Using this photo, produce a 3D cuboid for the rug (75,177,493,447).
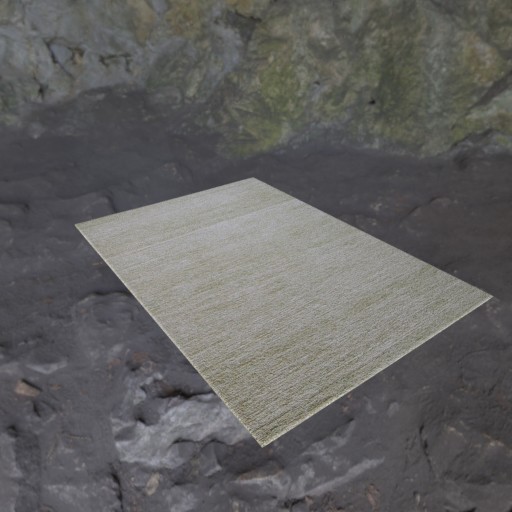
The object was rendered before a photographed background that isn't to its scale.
[{"bbox_3d":[0.000,0.000,2.837,1.606,0.017,2.270,-21,37,-31],"label":"rug"}]
